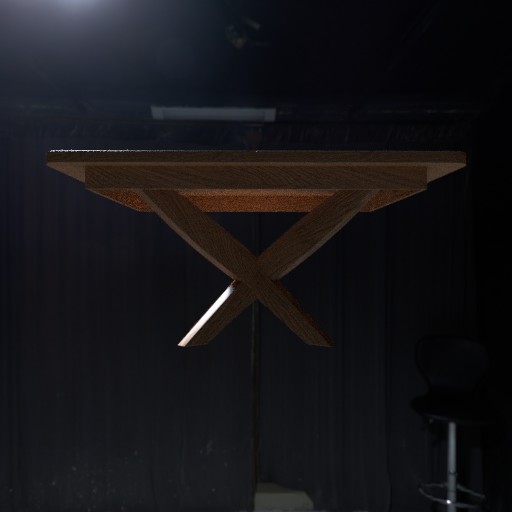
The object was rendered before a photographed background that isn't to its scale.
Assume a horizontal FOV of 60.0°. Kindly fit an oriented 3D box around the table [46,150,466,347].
[{"bbox_3d":[0.000,0.000,2.108,1.600,0.770,0.950,0,0,0],"label":"table"}]
